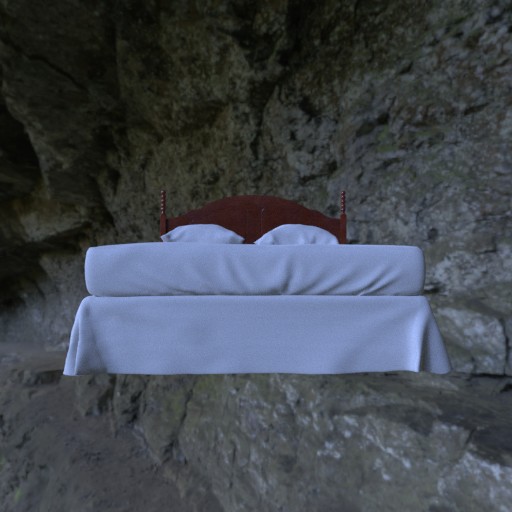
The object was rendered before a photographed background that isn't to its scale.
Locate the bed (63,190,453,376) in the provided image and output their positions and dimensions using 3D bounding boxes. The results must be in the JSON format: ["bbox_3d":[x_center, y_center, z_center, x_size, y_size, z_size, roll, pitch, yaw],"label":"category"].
[{"bbox_3d":[0.000,0.000,3.515,2.322,1.355,2.219,0,0,-1],"label":"bed"}]
